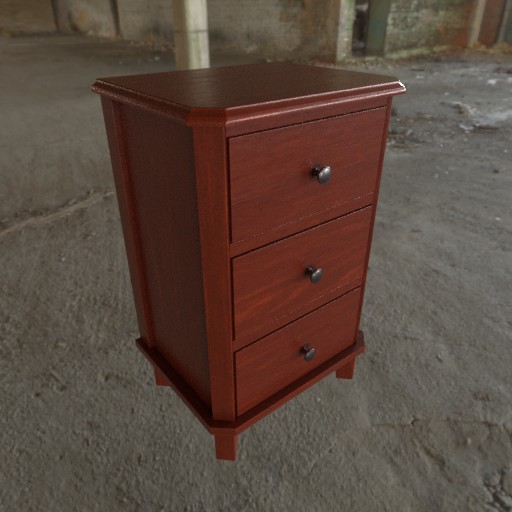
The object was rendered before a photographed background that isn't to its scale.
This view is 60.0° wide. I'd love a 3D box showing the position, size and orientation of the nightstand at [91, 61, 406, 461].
[{"bbox_3d":[0.000,0.000,0.910,0.435,0.681,0.351,-22,36,-33],"label":"nightstand"}]
